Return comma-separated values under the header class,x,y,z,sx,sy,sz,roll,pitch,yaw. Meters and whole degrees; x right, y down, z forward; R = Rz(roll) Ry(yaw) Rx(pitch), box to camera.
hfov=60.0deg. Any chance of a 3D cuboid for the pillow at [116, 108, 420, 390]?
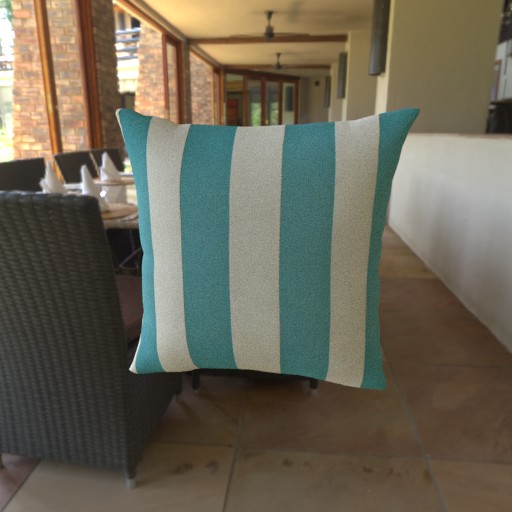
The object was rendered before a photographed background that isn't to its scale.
class,x,y,z,sx,sy,sz,roll,pitch,yaw
pillow,0.000,0.000,0.829,0.536,0.526,0.189,2,16,8
